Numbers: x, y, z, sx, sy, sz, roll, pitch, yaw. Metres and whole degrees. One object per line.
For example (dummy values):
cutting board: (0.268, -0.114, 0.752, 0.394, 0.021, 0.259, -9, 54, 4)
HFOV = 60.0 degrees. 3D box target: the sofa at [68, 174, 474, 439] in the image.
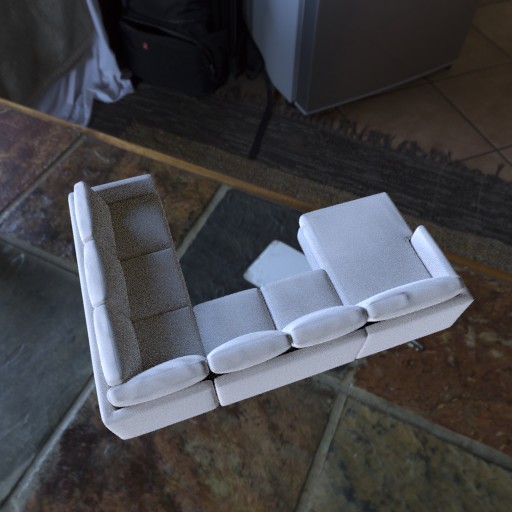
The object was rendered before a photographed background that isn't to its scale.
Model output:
sofa: (0.000, 0.000, 4.655, 3.459, 0.956, 2.593, -16, 59, -10)
